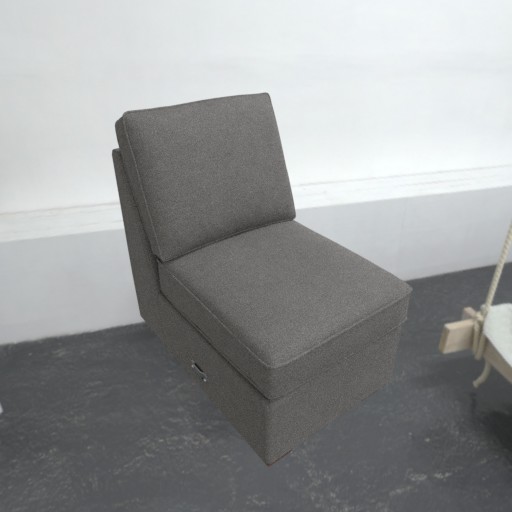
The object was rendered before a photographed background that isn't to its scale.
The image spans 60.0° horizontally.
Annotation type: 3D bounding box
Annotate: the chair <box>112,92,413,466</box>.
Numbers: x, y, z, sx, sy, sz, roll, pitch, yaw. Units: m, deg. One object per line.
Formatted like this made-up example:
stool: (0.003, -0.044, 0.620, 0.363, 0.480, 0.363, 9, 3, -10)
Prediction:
chair: (0.000, 0.000, 1.584, 0.621, 0.970, 0.938, -21, 36, -31)
